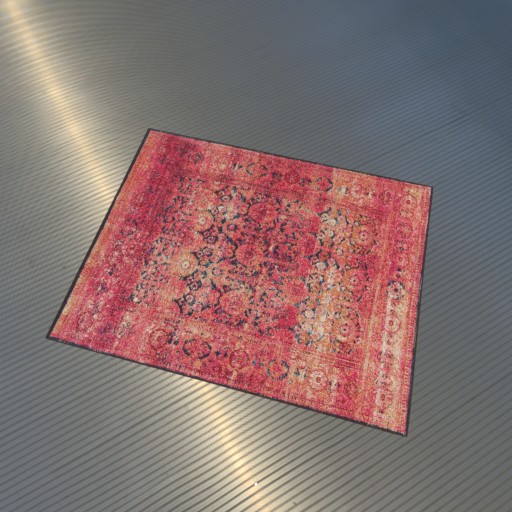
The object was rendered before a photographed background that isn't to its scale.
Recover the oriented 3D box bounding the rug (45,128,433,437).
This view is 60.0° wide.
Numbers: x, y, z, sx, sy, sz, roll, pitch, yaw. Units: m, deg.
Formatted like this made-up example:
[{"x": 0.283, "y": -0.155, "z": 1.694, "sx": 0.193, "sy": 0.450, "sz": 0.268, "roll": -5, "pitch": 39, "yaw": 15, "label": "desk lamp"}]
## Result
[{"x": 0.000, "y": 0.000, "z": 4.071, "sx": 3.032, "sy": 0.020, "sz": 2.411, "roll": 13, "pitch": 64, "yaw": 7, "label": "rug"}]
